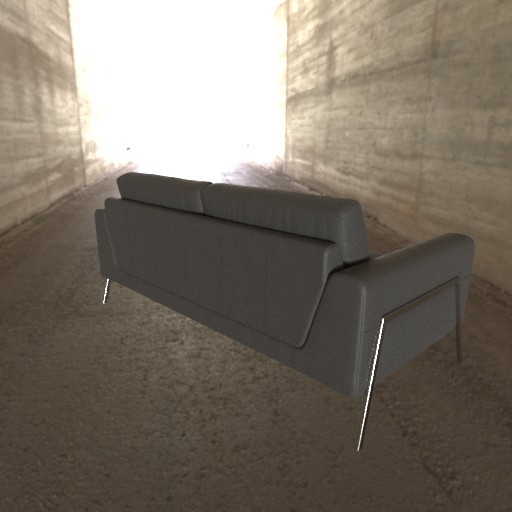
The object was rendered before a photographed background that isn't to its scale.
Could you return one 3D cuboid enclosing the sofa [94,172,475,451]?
[{"bbox_3d":[0.000,0.000,2.488,0.953,0.875,2.017,-15,21,-42],"label":"sofa"}]
